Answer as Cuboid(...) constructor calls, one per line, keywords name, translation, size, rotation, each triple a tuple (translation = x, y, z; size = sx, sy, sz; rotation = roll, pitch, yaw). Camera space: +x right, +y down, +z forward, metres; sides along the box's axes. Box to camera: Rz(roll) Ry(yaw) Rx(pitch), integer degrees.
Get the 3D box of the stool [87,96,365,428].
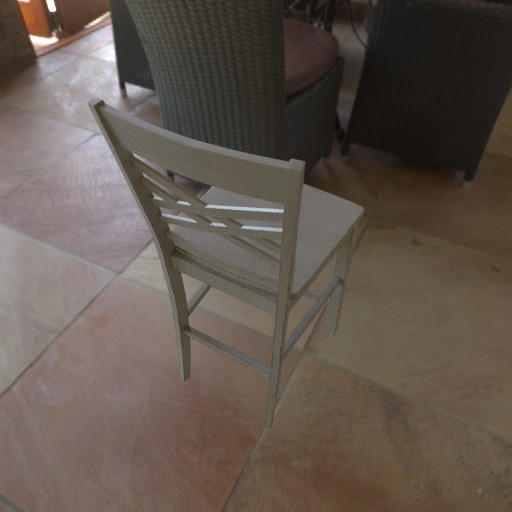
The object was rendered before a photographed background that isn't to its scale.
Cuboid(name="stool", translation=(0.000, 0.000, 1.315), size=(0.462, 1.079, 0.539), rotation=(23, 50, 21))
